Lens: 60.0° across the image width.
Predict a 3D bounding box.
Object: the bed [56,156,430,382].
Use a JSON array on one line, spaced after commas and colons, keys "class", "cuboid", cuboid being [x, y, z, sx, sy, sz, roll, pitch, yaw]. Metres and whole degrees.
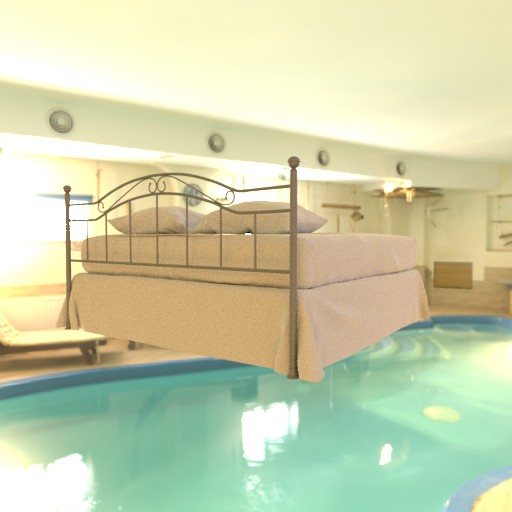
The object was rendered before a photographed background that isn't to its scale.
[{"class": "bed", "cuboid": [0.000, 0.000, 3.603, 2.309, 1.080, 2.220, 2, 3, 36]}]
